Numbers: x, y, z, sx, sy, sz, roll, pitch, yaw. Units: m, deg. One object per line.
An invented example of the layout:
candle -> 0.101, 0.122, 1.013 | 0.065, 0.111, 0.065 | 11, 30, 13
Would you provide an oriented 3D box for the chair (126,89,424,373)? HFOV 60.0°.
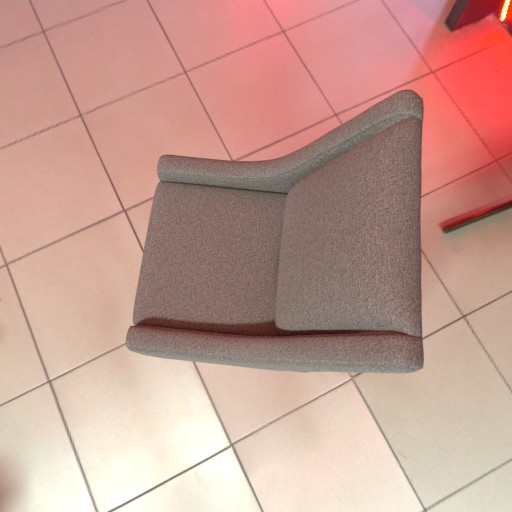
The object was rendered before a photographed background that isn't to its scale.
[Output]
chair -> 0.000, 0.000, 1.598 | 0.870, 1.016, 0.774 | 6, 74, 2
